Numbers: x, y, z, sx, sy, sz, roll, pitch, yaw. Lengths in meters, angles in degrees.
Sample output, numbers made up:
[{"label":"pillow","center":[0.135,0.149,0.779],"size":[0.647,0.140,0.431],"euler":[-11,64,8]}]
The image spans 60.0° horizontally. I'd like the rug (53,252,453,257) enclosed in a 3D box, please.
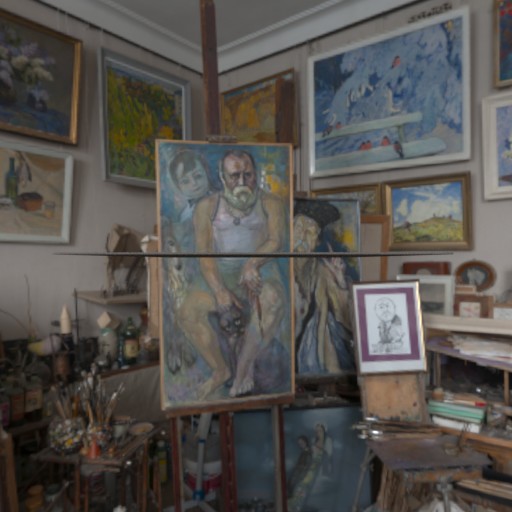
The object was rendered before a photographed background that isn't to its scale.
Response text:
[{"label":"rug","center":[0.000,0.000,2.877],"size":[1.600,0.008,2.235],"euler":[0,-1,1]}]
